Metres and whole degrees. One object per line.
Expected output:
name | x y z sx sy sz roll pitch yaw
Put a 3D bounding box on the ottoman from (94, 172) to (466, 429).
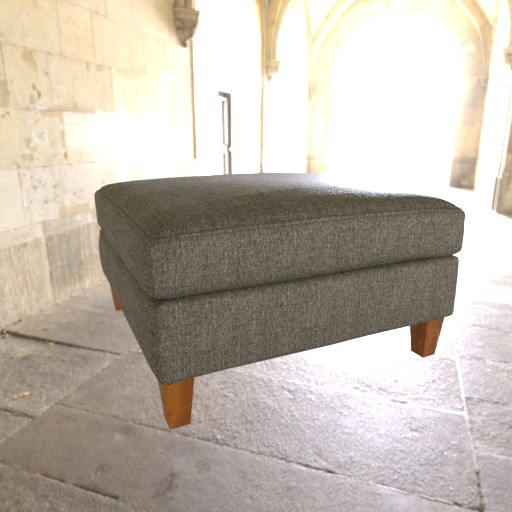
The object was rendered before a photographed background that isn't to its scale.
ottoman | 0.000 0.000 1.362 0.838 0.481 0.838 -7 17 -25
